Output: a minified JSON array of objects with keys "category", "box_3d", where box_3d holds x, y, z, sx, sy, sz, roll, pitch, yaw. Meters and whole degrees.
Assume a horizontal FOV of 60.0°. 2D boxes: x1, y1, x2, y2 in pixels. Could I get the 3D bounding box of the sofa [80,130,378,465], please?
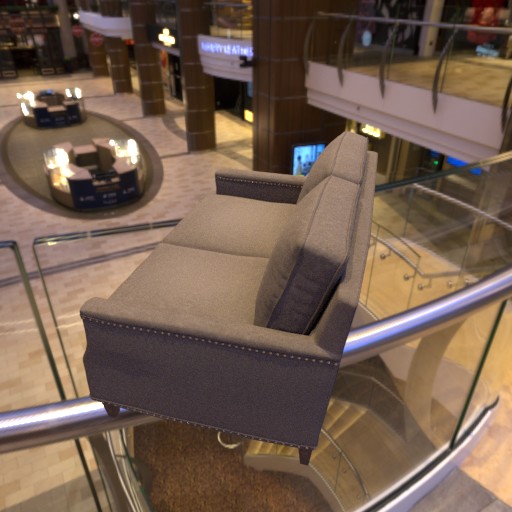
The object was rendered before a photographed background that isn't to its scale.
[{"category":"sofa","box_3d":[0.000,0.000,2.264,1.084,1.003,1.597,8,32,13]}]
